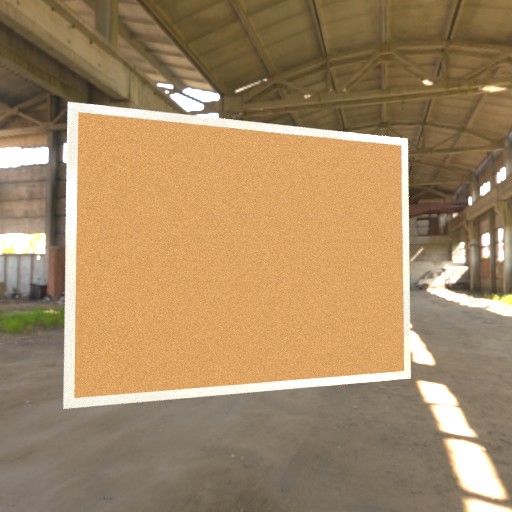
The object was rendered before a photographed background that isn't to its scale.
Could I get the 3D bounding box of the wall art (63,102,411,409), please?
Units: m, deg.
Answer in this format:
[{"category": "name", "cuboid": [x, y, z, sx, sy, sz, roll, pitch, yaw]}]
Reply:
[{"category": "wall art", "cuboid": [0.000, 0.000, 1.320, 1.041, 0.787, 0.053, 1, -2, -18]}]
